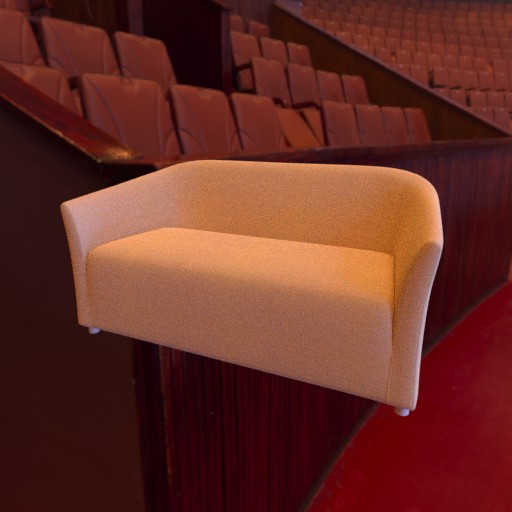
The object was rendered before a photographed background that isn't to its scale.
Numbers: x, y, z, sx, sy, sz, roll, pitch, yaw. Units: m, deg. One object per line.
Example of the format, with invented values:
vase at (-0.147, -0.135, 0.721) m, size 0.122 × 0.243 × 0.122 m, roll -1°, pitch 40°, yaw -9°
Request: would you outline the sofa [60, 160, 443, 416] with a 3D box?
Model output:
sofa at (0.000, 0.000, 1.857) m, size 1.452 × 0.721 × 0.705 m, roll 8°, pitch 18°, yaw 25°
